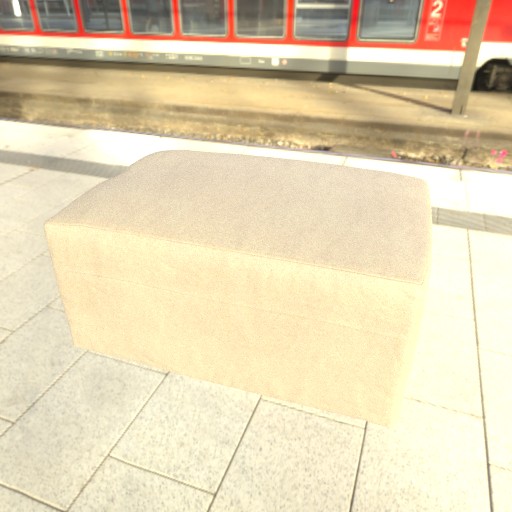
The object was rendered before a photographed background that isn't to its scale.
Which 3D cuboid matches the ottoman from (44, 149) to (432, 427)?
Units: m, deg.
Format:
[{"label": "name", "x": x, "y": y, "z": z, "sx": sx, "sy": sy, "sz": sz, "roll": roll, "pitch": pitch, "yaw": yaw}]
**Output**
[{"label": "ottoman", "x": 0.000, "y": 0.000, "z": 1.215, "sx": 0.872, "sy": 0.444, "sz": 0.590, "roll": 10, "pitch": 33, "yaw": 16}]
